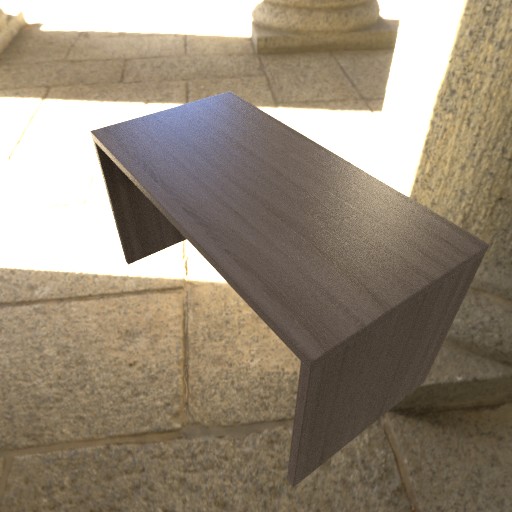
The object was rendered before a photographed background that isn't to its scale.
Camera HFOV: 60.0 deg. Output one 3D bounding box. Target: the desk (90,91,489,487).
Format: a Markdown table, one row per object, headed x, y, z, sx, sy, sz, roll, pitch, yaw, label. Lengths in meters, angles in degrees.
| x | y | z | sx | sy | sz | roll | pitch | yaw | label |
| --- | --- | --- | --- | --- | --- | --- | --- | --- | --- |
| 0.000 | 0.000 | 1.812 | 0.690 | 0.745 | 1.380 | -26 | 49 | -26 | desk |
